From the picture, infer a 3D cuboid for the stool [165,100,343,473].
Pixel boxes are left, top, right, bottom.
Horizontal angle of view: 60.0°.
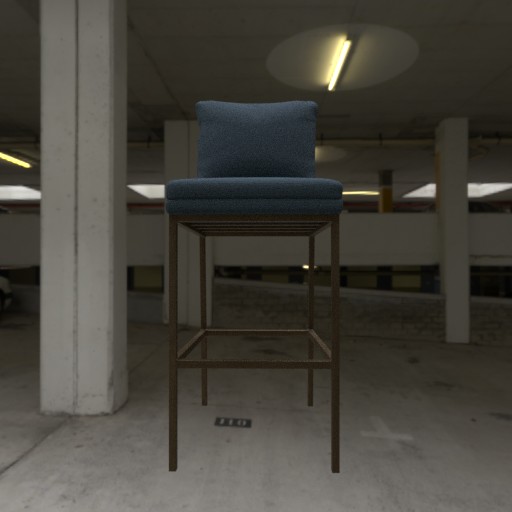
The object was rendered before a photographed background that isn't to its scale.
[{"bbox_3d":[0.000,0.000,1.421,0.463,1.124,0.568,0,0,1],"label":"stool"}]
